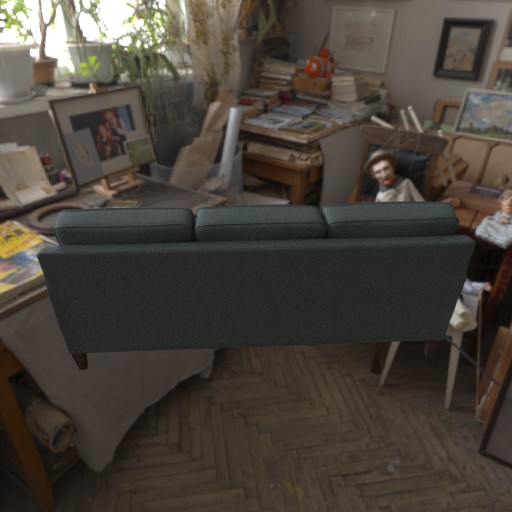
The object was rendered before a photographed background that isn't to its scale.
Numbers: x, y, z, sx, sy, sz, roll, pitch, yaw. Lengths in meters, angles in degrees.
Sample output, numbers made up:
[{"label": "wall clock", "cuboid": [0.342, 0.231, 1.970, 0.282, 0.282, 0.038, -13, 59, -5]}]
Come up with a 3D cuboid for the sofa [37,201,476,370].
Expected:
[{"label": "sofa", "cuboid": [0.000, 0.000, 2.795, 2.246, 1.003, 1.084, -2, 31, -3]}]
